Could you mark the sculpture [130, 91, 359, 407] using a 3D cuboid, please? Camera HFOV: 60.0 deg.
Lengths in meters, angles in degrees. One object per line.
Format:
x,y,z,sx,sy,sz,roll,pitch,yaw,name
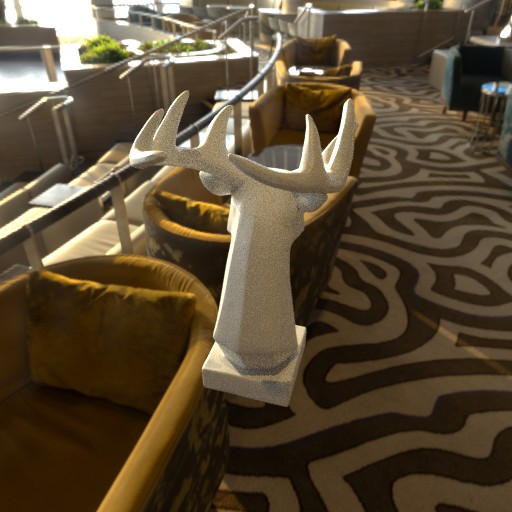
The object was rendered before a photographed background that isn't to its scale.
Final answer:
0.000,0.000,0.459,0.174,0.329,0.224,9,34,14,sculpture
